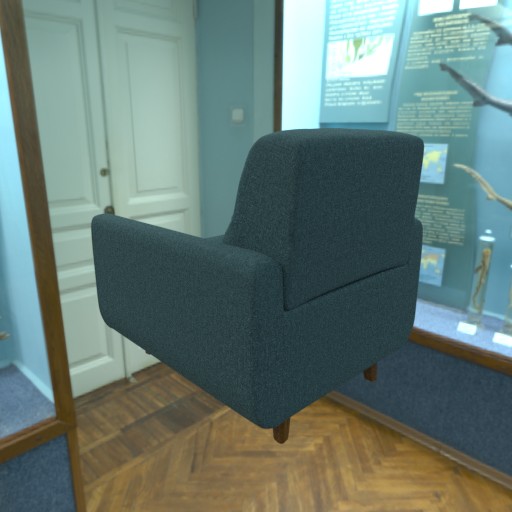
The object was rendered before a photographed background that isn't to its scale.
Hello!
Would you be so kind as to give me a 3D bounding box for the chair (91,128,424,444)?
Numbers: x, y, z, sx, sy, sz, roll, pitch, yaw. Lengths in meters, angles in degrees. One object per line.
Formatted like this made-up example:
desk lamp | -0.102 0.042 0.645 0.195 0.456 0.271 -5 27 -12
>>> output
chair | 0.000 0.000 1.700 0.880 0.940 0.964 -14 21 -42
